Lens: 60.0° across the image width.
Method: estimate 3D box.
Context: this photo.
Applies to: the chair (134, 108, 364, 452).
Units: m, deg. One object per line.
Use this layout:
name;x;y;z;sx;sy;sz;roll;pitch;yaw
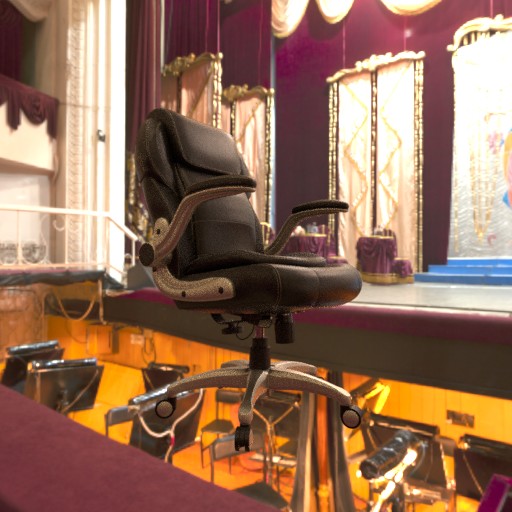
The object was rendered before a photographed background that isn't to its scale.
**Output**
chair;0.000;0.000;1.660;0.801;1.141;0.724;-1;-1;36
